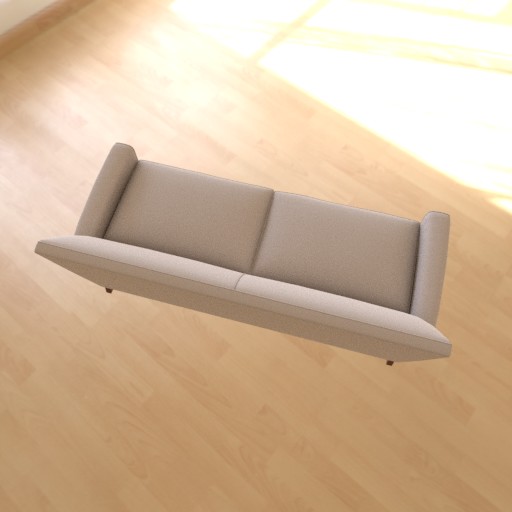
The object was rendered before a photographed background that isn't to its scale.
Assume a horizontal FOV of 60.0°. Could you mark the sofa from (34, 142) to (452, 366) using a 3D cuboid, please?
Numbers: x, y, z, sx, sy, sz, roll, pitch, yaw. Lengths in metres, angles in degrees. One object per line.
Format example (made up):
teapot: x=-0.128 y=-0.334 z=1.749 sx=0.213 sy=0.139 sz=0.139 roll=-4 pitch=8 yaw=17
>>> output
sofa: x=0.000 y=0.000 z=2.494 sx=2.000 sy=0.846 sz=0.875 roll=13 pitch=65 yaw=7
